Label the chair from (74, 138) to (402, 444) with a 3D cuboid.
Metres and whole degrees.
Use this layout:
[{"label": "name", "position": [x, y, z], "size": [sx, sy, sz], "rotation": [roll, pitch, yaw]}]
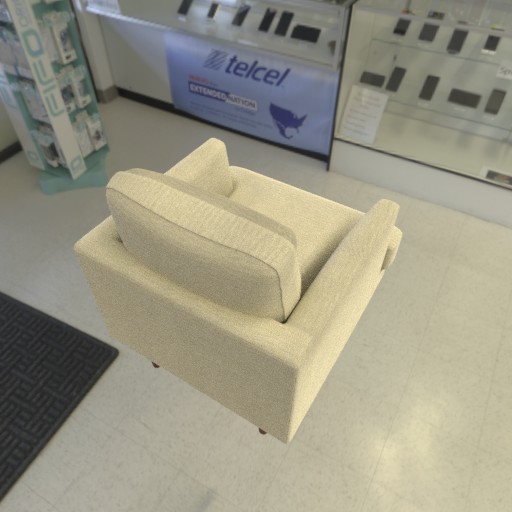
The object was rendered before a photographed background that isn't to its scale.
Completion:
[{"label": "chair", "position": [0.000, 0.000, 1.662], "size": [0.858, 0.957, 0.899], "rotation": [24, 51, 21]}]
